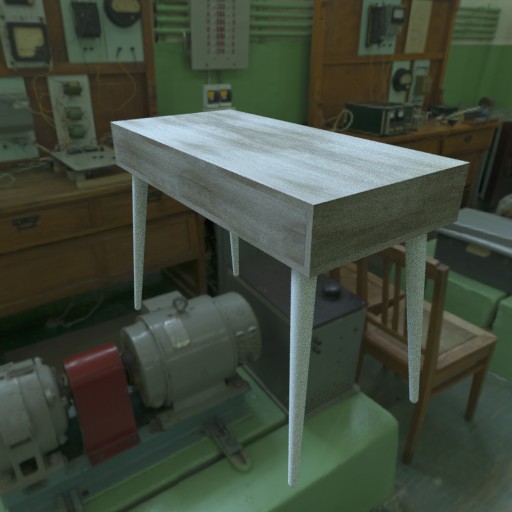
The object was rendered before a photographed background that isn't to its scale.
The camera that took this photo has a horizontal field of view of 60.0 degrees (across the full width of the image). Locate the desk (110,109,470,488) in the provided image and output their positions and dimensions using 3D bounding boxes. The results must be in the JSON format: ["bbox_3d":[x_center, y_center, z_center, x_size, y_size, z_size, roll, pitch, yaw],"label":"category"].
[{"bbox_3d":[0.000,0.000,1.381,0.491,0.723,0.979,-18,32,-32],"label":"desk"}]
